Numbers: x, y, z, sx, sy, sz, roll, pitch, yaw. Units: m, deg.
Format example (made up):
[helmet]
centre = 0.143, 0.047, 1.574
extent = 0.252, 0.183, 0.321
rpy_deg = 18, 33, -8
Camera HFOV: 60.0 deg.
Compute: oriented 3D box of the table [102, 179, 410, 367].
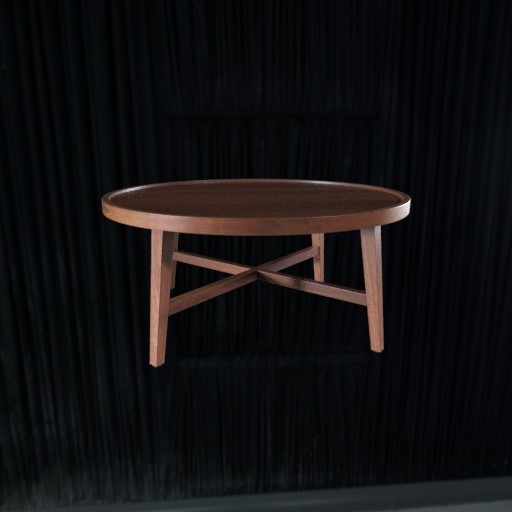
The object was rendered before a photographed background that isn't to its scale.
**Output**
[table]
centre = 0.000, 0.000, 1.259
extent = 0.800, 0.360, 0.800
rpy_deg = 0, 15, 0
